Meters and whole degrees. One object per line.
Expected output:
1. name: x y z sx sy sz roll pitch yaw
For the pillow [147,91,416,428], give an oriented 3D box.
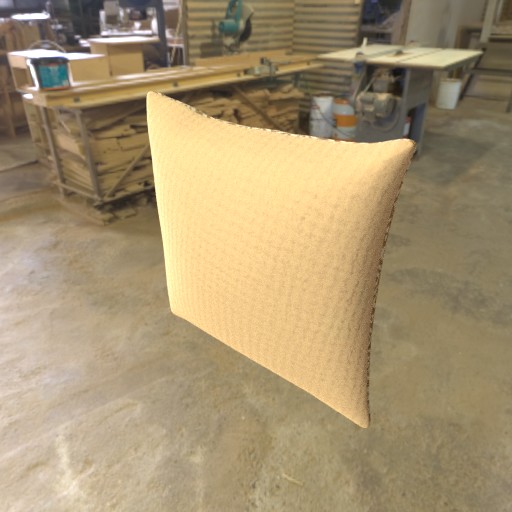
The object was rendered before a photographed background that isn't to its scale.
1. pillow: 0.000 0.000 0.640 0.419 0.407 0.173 23 37 34
